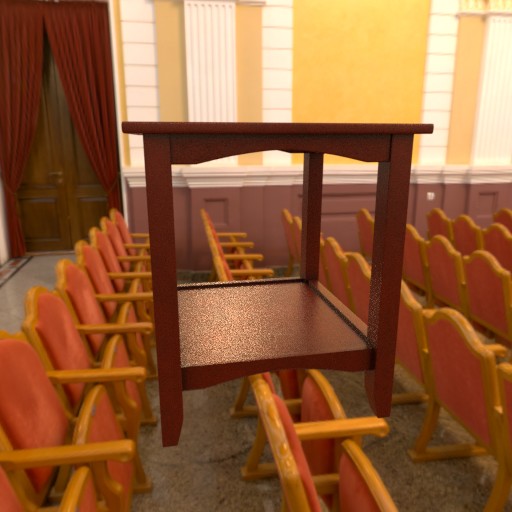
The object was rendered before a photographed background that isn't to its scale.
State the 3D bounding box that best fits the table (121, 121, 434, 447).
[{"bbox_3d":[0.000,0.000,0.995,0.522,0.558,0.523,-2,15,-9],"label":"table"}]
